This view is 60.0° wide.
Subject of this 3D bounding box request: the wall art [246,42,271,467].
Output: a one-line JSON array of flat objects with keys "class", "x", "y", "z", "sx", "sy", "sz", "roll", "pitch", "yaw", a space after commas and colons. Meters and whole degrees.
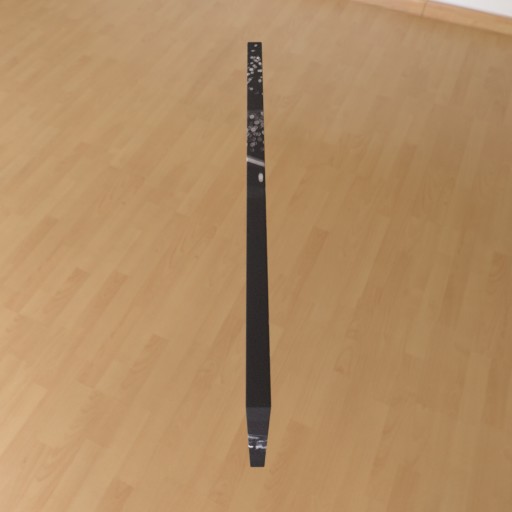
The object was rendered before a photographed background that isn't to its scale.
[{"class": "wall art", "x": 0.000, "y": 0.000, "z": 1.144, "sx": 0.038, "sy": 0.609, "sz": 0.914, "roll": 0, "pitch": 57, "yaw": 0}]
